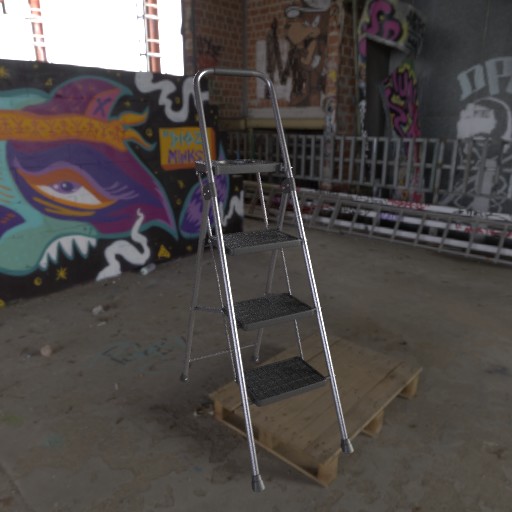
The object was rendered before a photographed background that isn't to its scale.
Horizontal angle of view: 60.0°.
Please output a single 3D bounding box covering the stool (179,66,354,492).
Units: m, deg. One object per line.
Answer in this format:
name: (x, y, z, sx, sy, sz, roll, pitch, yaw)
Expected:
stool: (0.000, 0.000, 1.578, 0.396, 1.277, 0.733, -9, 19, -27)
